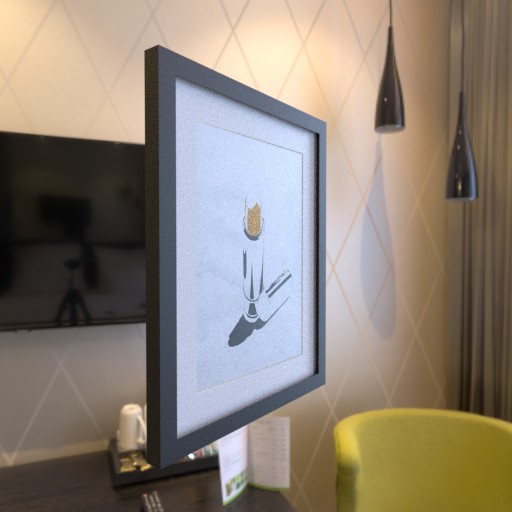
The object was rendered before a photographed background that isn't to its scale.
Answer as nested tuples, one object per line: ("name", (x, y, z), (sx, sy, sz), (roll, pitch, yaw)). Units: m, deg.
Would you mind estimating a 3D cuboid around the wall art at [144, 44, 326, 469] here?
("wall art", (0.000, 0.000, 0.773), (0.029, 0.559, 0.457), (1, 2, 37))
